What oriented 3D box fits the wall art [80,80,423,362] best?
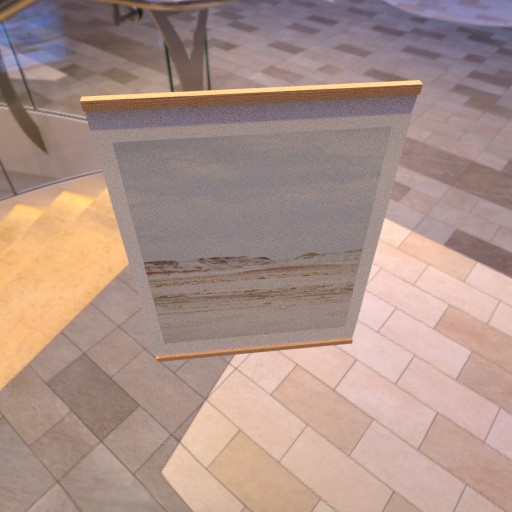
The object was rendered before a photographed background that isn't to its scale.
[{"bbox_3d":[0.000,0.000,1.318,0.739,1.016,0.020,-4,45,-4],"label":"wall art"}]
